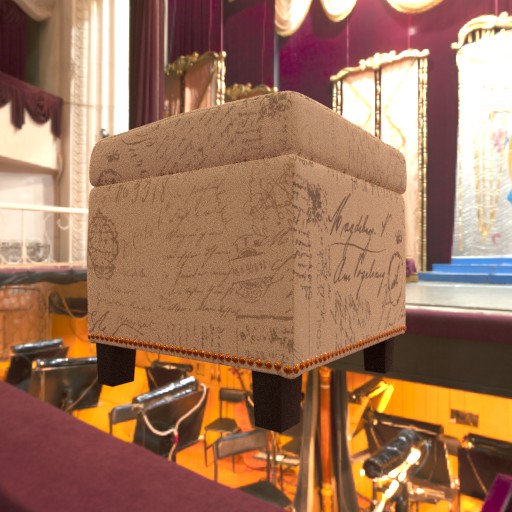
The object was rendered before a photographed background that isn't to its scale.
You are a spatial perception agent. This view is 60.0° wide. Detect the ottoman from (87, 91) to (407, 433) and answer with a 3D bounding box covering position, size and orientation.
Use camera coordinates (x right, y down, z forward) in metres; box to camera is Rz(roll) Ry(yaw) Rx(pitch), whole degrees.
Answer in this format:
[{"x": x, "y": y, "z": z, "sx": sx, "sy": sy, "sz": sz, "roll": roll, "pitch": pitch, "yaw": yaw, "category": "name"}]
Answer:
[{"x": 0.000, "y": 0.000, "z": 0.850, "sx": 0.449, "sy": 0.457, "sz": 0.450, "roll": 0, "pitch": -1, "yaw": 36, "category": "ottoman"}]
